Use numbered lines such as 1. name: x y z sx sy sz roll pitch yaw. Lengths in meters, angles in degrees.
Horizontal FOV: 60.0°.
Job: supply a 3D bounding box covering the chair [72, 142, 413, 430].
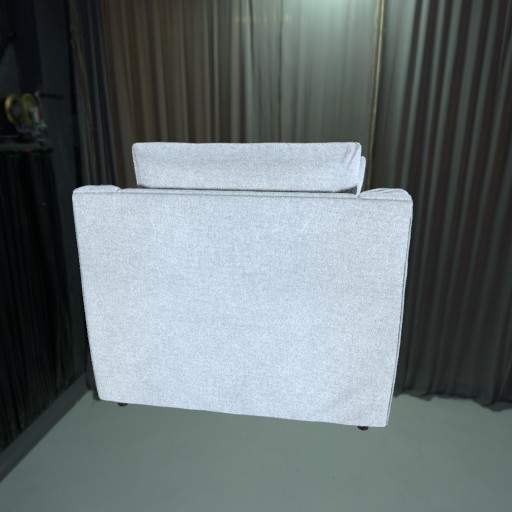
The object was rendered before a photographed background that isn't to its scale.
1. chair: 0.000 0.000 2.070 1.194 1.059 1.071 3 17 8
